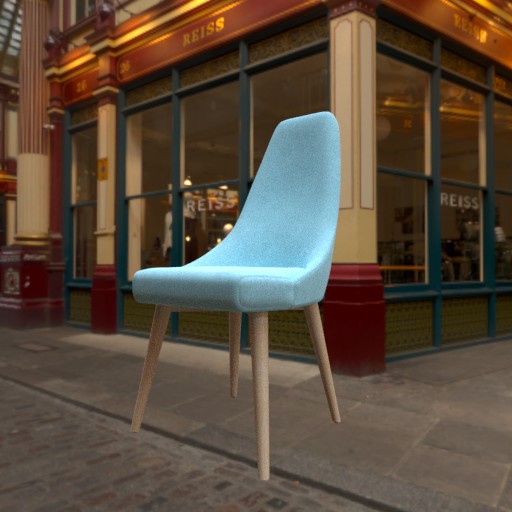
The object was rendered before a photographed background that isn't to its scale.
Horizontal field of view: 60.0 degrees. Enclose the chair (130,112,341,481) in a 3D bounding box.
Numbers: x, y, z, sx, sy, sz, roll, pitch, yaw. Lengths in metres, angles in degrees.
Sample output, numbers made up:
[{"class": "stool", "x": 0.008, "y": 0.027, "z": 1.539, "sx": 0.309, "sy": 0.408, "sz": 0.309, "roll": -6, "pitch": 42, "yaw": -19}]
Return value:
[{"class": "chair", "x": 0.000, "y": 0.000, "z": 1.393, "sx": 0.510, "sy": 1.040, "sz": 0.660, "roll": 0, "pitch": 0, "yaw": 37}]
